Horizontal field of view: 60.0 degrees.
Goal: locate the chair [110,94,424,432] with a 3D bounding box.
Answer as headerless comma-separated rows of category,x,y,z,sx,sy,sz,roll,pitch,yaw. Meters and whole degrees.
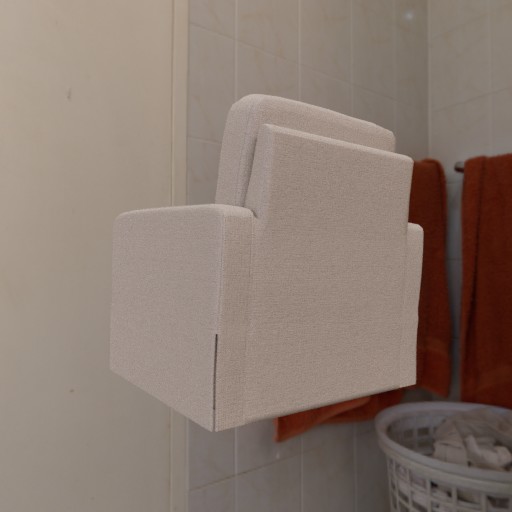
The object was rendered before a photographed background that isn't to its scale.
chair,0.000,0.000,1.525,0.755,0.827,0.888,1,-2,-35
